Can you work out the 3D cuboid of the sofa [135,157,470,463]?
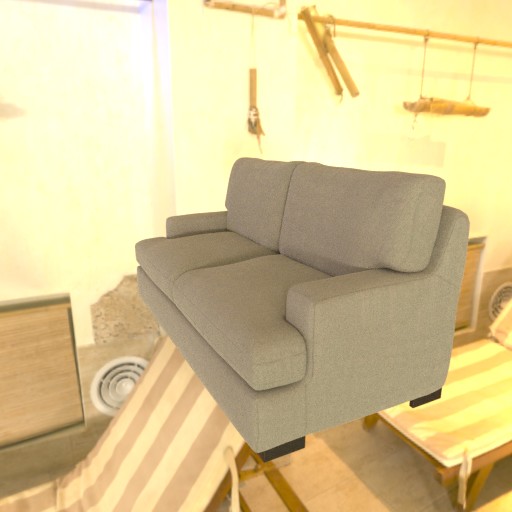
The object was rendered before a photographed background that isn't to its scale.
[{"bbox_3d":[0.000,0.000,2.383,0.962,0.980,1.855,-8,17,-26],"label":"sofa"}]
